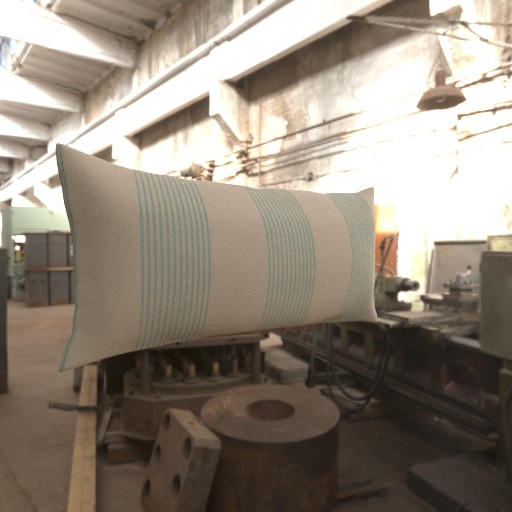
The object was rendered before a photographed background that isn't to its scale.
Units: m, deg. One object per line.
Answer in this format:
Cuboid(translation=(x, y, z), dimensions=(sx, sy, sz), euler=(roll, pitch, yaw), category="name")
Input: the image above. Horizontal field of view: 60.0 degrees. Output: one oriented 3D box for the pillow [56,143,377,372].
Cuboid(translation=(0.000, 0.000, 0.730), dimensions=(0.610, 0.287, 0.151), euler=(0, 1, -36), category="pillow")
